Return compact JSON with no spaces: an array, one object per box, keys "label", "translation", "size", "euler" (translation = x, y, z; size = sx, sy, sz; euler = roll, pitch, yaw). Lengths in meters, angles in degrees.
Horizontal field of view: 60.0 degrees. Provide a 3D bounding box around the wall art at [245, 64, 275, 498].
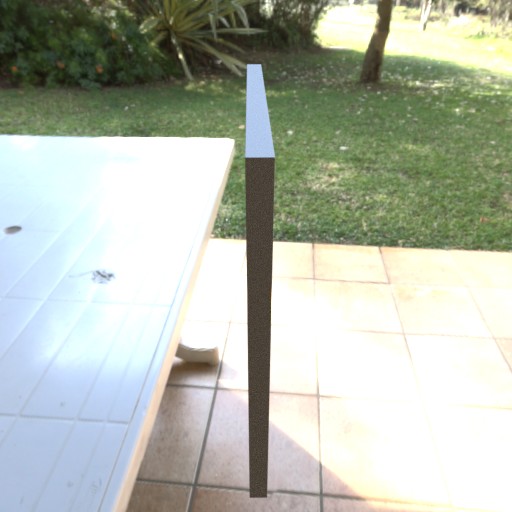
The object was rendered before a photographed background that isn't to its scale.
[{"label":"wall art","translation":[0.000,0.000,1.086],"size":[0.038,0.761,0.763],"euler":[0,32,-1]}]
